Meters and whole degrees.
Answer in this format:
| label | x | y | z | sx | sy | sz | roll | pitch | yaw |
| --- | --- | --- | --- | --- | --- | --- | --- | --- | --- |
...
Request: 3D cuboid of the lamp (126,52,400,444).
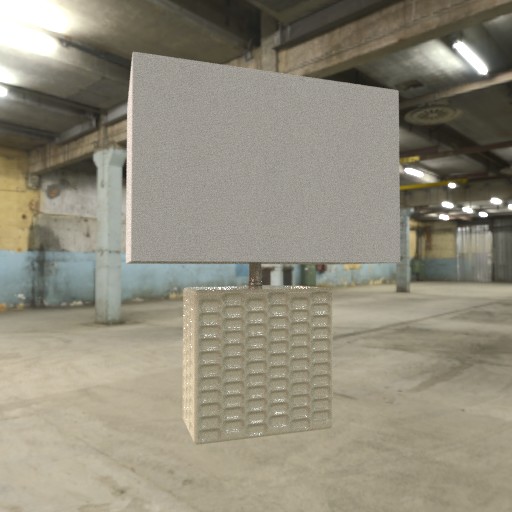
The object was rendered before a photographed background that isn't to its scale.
| label | x | y | z | sx | sy | sz | roll | pitch | yaw |
| --- | --- | --- | --- | --- | --- | --- | --- | --- | --- |
| lamp | 0.000 | 0.000 | 0.685 | 0.380 | 0.515 | 0.200 | 1 | -2 | -18 |
